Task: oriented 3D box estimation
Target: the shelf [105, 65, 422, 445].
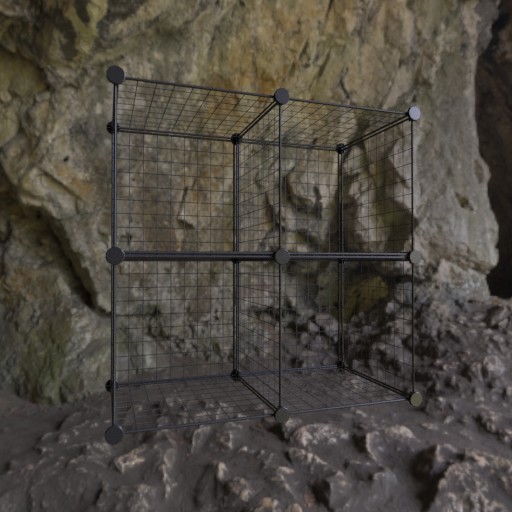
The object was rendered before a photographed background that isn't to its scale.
[{"bbox_3d":[0.000,0.000,1.108,0.711,0.711,0.356,0,-1,-19],"label":"shelf"}]
